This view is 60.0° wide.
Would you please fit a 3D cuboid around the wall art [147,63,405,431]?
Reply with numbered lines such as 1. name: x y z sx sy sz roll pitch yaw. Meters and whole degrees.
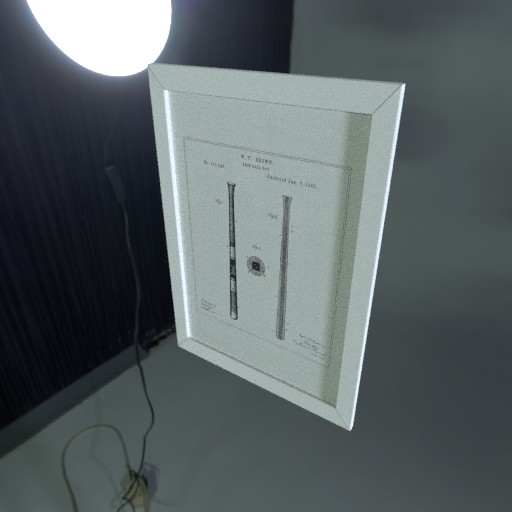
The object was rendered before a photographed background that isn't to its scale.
1. wall art: 0.000 0.000 0.684 0.374 0.529 0.012 18 34 29
